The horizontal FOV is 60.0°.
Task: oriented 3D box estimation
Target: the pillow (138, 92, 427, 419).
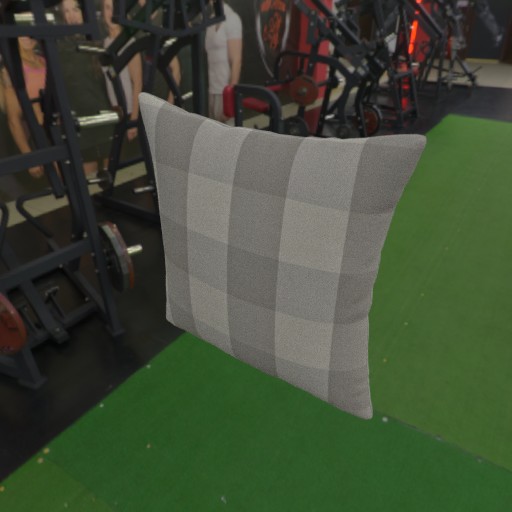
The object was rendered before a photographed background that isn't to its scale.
[{"bbox_3d":[0.000,0.000,0.794,0.511,0.509,0.161,20,35,30],"label":"pillow"}]
